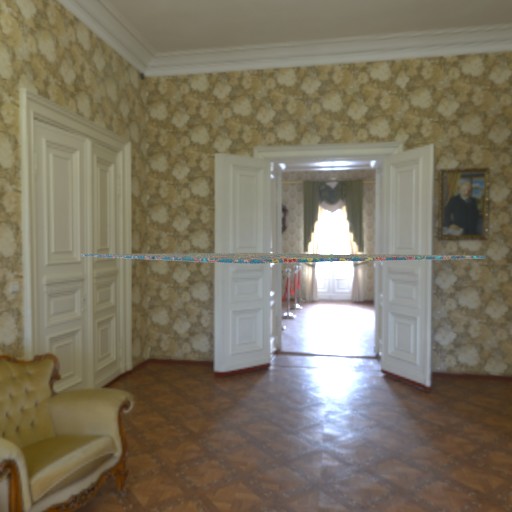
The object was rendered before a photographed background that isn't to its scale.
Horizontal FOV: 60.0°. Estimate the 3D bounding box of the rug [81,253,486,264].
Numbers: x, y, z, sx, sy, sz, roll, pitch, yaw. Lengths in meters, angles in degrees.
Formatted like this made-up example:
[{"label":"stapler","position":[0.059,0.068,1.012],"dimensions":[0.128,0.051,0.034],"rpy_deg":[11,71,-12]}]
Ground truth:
[{"label":"rug","position":[0.000,0.000,4.282],"dimensions":[2.434,0.025,3.204],"rpy_deg":[-1,1,-36]}]
